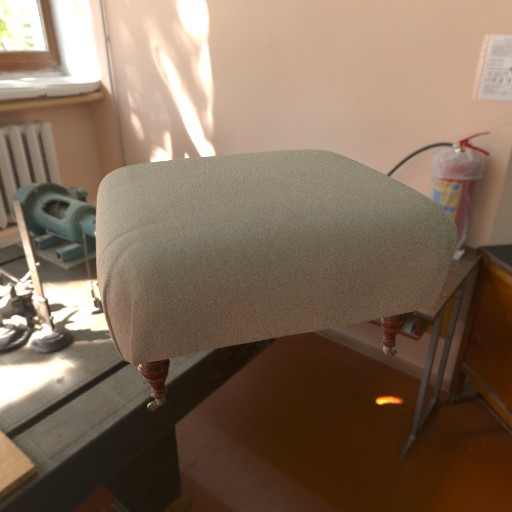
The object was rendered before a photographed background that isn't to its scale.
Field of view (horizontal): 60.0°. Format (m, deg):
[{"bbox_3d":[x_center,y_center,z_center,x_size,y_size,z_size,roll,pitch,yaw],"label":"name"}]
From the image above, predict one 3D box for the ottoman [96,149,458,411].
[{"bbox_3d":[0.000,0.000,1.135,0.746,0.450,0.639,-8,27,-16],"label":"ottoman"}]
